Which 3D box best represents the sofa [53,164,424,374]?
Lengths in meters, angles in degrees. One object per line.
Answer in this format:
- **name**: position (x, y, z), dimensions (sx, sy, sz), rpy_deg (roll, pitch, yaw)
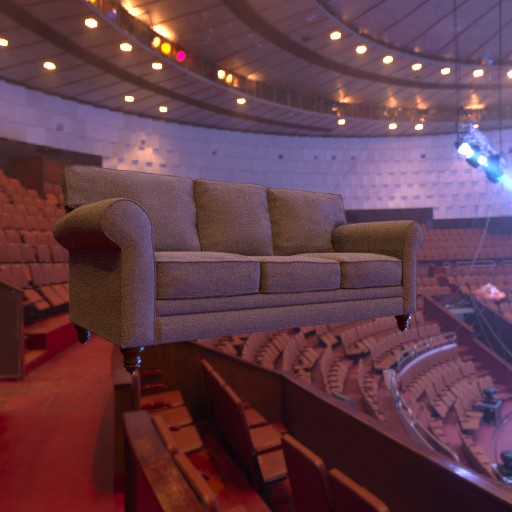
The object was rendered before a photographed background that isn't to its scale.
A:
- **sofa**: position (0.000, 0.000, 2.625), dimensions (2.084, 0.961, 0.916), rpy_deg (0, 0, -35)
